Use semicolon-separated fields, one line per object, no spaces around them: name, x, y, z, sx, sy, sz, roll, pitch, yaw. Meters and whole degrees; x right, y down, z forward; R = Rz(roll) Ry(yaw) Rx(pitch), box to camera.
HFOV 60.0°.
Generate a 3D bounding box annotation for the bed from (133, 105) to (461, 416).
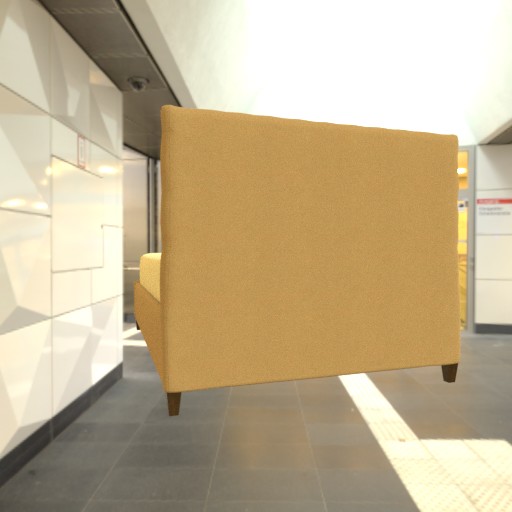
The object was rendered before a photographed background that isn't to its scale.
bed;0.000;0.000;3.383;1.698;1.427;2.387;0;1;-19
